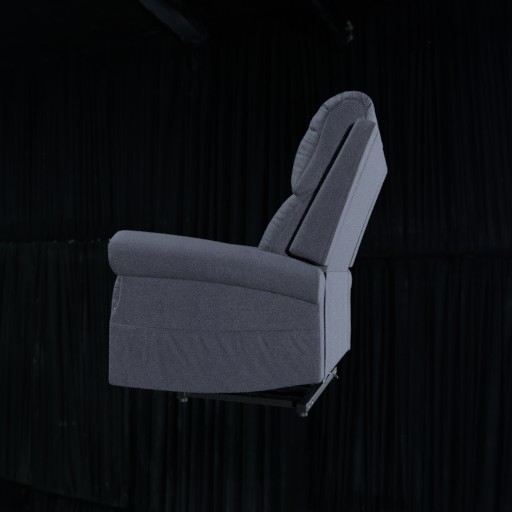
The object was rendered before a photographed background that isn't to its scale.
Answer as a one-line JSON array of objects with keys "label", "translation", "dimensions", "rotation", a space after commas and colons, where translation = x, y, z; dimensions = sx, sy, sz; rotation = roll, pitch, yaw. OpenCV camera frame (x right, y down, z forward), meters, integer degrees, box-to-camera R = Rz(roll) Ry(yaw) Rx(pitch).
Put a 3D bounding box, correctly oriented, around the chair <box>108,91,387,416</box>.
[{"label": "chair", "translation": [0.000, 0.000, 1.764], "dimensions": [0.979, 1.031, 0.871], "rotation": [-1, -2, 19]}]
